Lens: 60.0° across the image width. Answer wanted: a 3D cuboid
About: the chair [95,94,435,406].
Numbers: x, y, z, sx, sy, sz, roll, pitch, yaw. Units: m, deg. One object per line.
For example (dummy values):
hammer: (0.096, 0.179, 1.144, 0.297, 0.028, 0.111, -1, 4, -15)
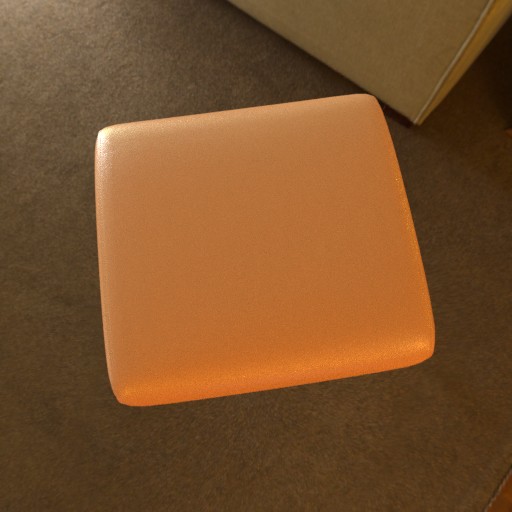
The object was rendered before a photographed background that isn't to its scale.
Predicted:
chair: (0.000, 0.000, 0.889, 0.530, 0.410, 0.530, -8, 76, -2)
